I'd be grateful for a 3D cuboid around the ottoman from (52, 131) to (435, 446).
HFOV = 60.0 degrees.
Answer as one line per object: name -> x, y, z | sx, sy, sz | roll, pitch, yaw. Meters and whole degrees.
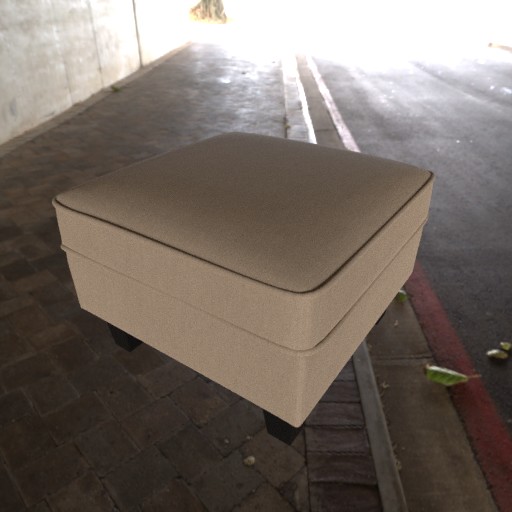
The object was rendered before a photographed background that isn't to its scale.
ottoman -> 0.000, 0.000, 1.029 | 0.613, 0.438, 0.616 | 20, 36, 30
